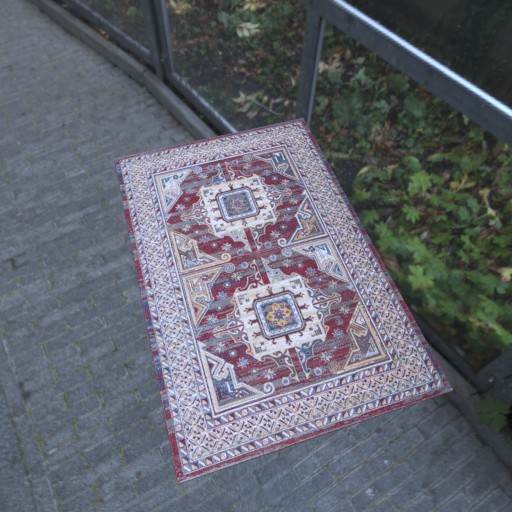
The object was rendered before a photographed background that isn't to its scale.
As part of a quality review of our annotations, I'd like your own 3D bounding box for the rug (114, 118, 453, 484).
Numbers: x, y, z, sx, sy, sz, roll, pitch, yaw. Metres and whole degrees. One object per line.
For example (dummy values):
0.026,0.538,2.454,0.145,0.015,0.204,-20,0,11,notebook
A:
0.000,0.000,5.727,3.033,0.033,4.578,-15,58,-9,rug
